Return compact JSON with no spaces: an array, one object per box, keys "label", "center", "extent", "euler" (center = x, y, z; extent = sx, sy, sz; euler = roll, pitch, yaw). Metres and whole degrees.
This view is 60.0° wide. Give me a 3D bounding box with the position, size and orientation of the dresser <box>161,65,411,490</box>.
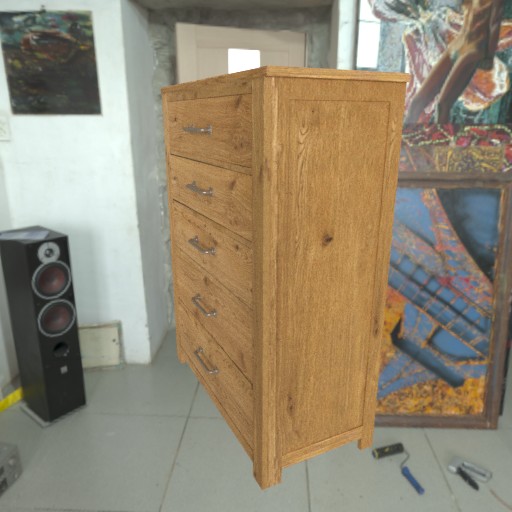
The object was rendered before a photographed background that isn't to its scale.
[{"label":"dresser","center":[0.000,0.000,1.952],"extent":[0.558,1.431,1.081],"euler":[-8,19,-25]}]
